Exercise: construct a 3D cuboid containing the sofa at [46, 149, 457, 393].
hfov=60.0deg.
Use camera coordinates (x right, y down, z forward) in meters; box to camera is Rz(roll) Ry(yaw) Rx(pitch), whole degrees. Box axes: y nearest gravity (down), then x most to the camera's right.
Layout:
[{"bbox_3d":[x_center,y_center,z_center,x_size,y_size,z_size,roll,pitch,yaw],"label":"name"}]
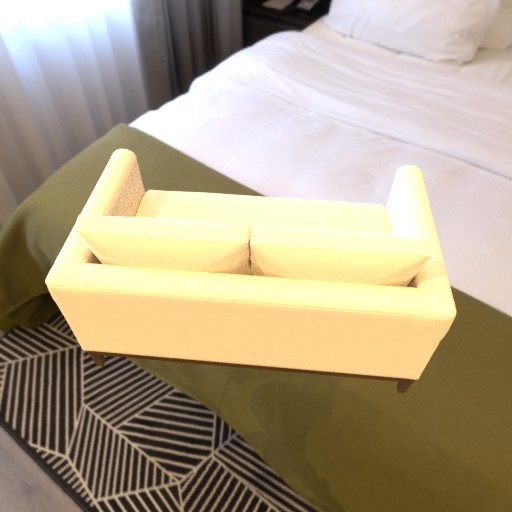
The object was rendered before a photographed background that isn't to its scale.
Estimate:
[{"bbox_3d":[0.000,0.000,2.149,1.598,0.873,0.905,4,48,4],"label":"sofa"}]
